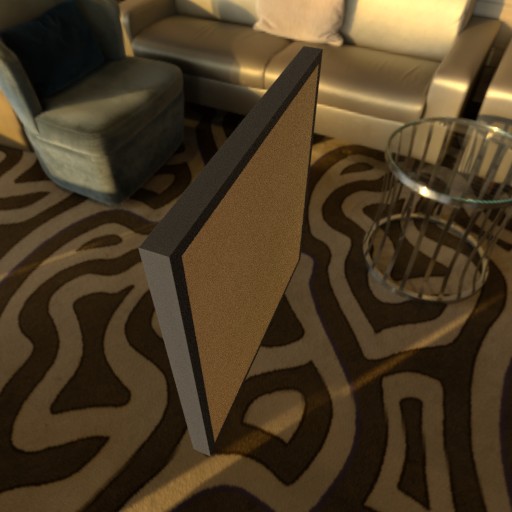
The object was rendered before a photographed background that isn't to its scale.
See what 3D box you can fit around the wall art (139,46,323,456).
[{"bbox_3d":[0.000,0.000,0.756,0.033,0.507,0.508,16,49,15],"label":"wall art"}]
